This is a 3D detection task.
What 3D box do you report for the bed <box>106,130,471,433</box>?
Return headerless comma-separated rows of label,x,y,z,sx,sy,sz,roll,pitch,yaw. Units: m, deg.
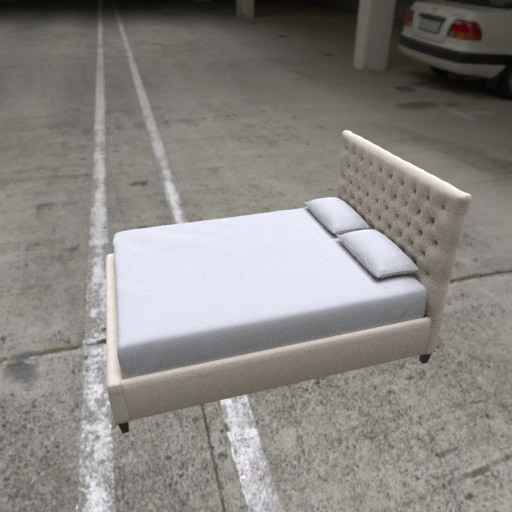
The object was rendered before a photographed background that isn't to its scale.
bed,0.000,0.000,3.526,2.387,1.427,1.698,-8,31,-14
